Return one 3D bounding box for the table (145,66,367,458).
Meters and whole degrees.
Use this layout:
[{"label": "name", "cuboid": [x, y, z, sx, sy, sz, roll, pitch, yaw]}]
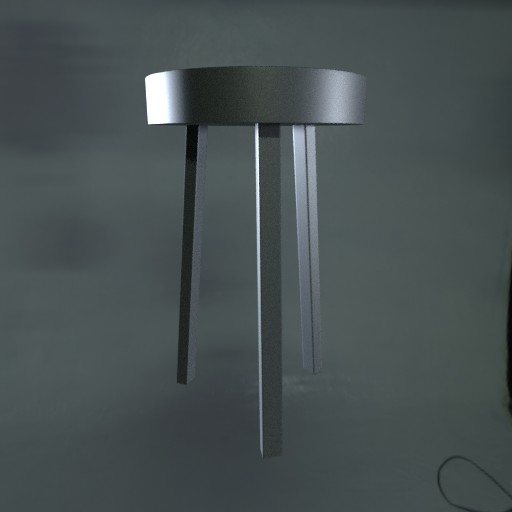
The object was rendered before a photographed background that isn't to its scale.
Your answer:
[{"label": "table", "cuboid": [0.000, 0.000, 0.930, 0.406, 0.686, 0.406, -2, 16, -8]}]
